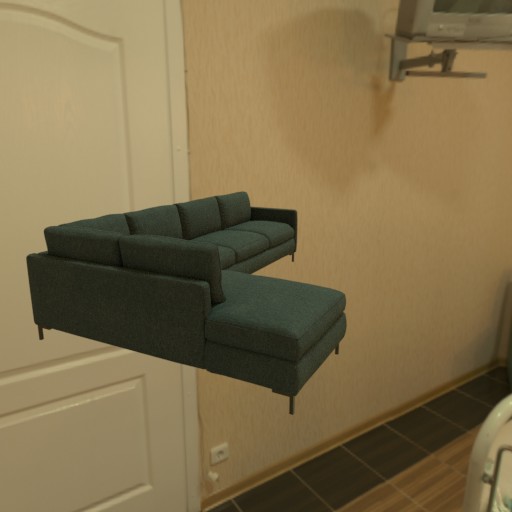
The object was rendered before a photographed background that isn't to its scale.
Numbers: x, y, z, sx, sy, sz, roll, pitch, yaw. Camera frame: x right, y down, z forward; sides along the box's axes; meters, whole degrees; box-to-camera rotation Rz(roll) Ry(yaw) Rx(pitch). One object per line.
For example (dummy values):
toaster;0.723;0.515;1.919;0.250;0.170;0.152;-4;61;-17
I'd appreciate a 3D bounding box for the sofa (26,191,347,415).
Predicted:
sofa;0.000;0.000;3.816;2.007;0.815;2.949;7;16;27
